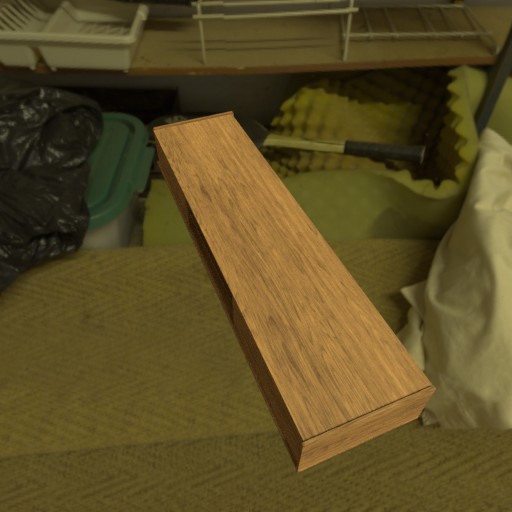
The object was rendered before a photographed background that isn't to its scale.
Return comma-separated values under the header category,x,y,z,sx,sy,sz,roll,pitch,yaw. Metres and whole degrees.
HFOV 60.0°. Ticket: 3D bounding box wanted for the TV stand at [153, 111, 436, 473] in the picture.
category,x,y,z,sx,sy,sz,roll,pitch,yaw
TV stand,0.000,0.000,2.010,0.467,0.415,1.796,-17,49,-15
